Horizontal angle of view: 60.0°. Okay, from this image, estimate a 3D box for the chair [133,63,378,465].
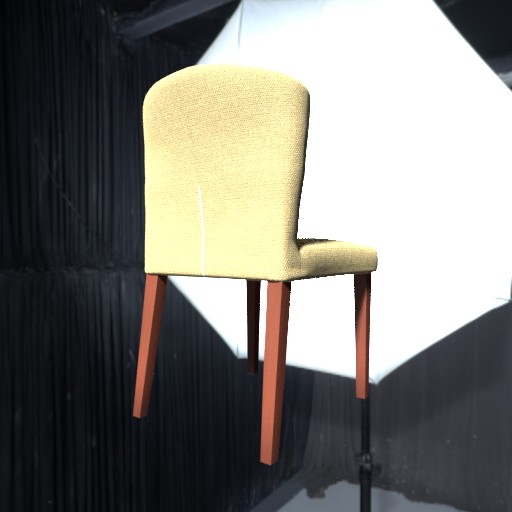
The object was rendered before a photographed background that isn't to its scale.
[{"bbox_3d":[0.000,0.000,1.220,0.491,0.839,0.589,1,2,37],"label":"chair"}]
